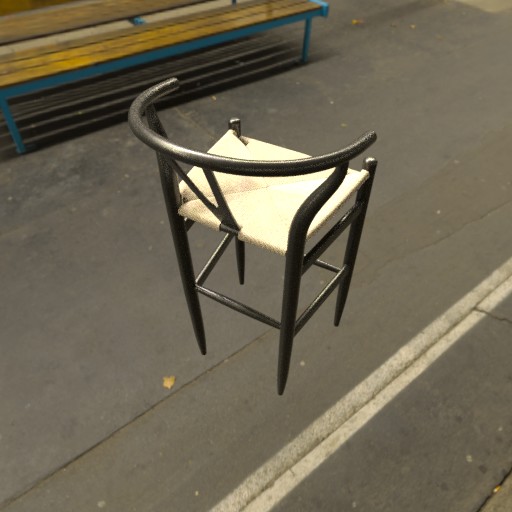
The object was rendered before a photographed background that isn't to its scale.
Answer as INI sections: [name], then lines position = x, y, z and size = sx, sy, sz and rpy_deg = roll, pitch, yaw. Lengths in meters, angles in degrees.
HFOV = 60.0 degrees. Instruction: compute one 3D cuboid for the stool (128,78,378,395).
[stool]
position = 0.000, 0.000, 1.392
size = 0.569, 1.072, 0.579
rpy_deg = 22, 50, 20
